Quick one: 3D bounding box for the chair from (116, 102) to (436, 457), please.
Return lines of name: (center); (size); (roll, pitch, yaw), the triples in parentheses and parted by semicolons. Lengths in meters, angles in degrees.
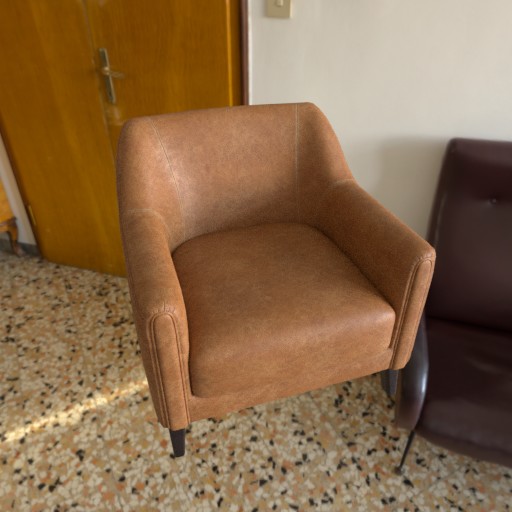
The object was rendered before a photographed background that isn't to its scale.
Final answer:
chair: (0.000, 0.000, 1.849); (1.037, 0.980, 1.034); (-10, 35, -15)
